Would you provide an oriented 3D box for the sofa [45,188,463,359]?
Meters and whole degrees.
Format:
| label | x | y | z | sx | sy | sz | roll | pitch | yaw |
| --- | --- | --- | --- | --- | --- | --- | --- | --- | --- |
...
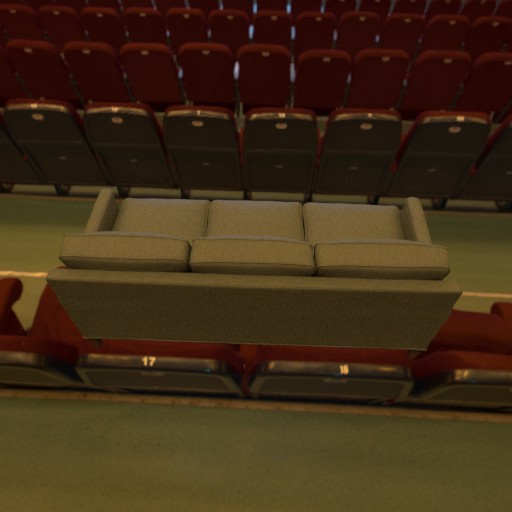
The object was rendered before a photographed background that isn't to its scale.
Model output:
| label | x | y | z | sx | sy | sz | roll | pitch | yaw |
| --- | --- | --- | --- | --- | --- | --- | --- | --- | --- |
| sofa | 0.000 | 0.000 | 2.891 | 2.246 | 1.003 | 1.084 | 2 | 48 | 2 |
